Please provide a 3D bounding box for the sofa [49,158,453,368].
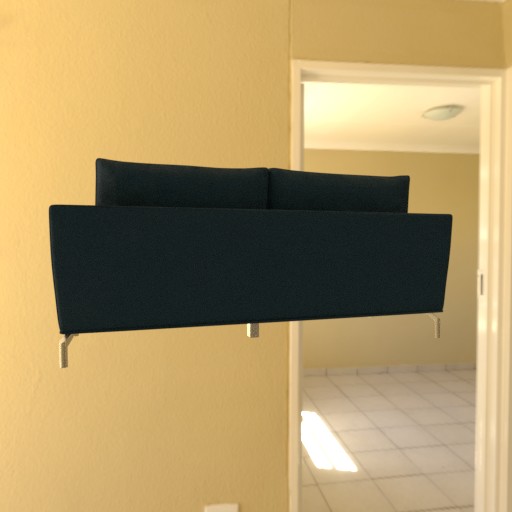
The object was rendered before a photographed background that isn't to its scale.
[{"bbox_3d":[0.000,0.000,2.702,2.212,0.998,0.853,-1,2,-18],"label":"sofa"}]
